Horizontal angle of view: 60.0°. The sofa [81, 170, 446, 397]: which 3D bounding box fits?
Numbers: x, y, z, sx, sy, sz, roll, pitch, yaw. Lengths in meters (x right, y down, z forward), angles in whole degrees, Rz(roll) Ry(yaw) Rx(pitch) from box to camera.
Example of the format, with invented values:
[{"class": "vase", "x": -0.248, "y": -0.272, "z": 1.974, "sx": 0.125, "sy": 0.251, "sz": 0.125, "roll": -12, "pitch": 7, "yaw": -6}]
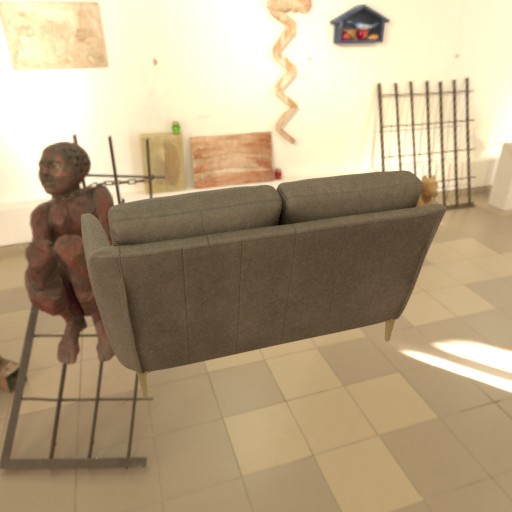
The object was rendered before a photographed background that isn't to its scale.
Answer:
[{"class": "sofa", "x": 0.000, "y": 0.000, "z": 2.209, "sx": 1.619, "sy": 0.902, "sz": 0.960, "roll": -9, "pitch": 28, "yaw": -16}]
